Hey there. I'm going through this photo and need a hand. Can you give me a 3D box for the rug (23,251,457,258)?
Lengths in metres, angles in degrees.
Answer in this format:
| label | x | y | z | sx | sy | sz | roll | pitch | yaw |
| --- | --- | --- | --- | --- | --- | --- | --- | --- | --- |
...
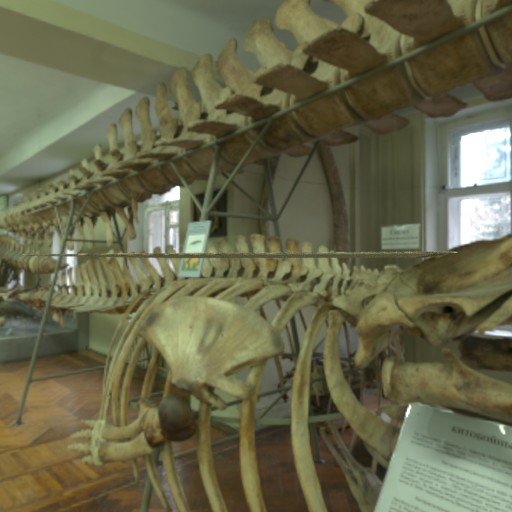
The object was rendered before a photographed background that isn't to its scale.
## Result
| label | x | y | z | sx | sy | sz | roll | pitch | yaw |
| --- | --- | --- | --- | --- | --- | --- | --- | --- | --- |
| rug | 0.000 | 0.000 | 4.314 | 3.291 | 0.017 | 2.431 | 0 | -1 | 17 |
